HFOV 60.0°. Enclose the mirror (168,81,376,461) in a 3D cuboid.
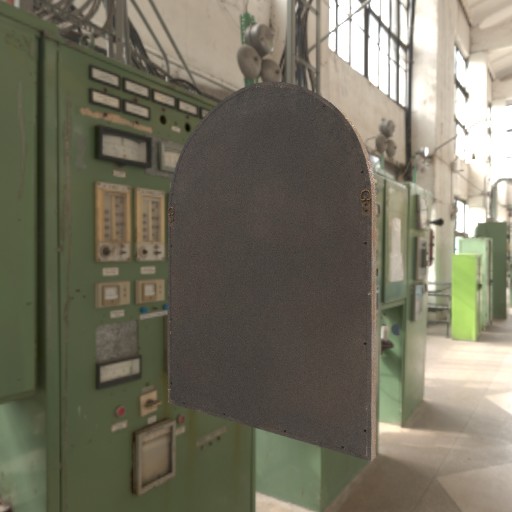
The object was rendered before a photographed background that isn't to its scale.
[{"bbox_3d":[0.000,0.000,1.198,0.660,0.920,0.032,0,0,36],"label":"mirror"}]
